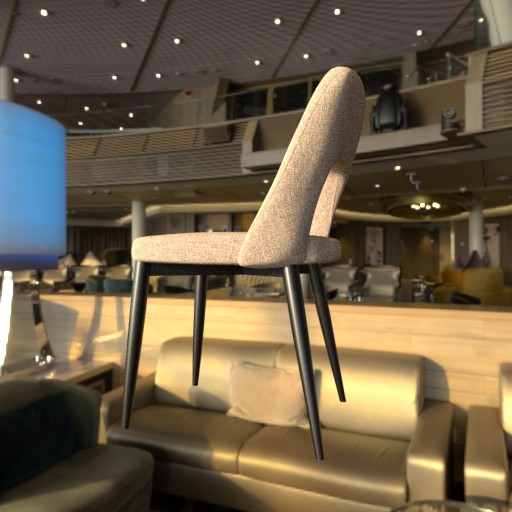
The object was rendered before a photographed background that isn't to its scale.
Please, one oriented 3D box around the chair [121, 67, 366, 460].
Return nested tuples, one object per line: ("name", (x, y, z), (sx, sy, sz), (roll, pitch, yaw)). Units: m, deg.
("chair", (0.000, 0.000, 1.283), (0.612, 0.931, 0.470), (0, 0, 18))
